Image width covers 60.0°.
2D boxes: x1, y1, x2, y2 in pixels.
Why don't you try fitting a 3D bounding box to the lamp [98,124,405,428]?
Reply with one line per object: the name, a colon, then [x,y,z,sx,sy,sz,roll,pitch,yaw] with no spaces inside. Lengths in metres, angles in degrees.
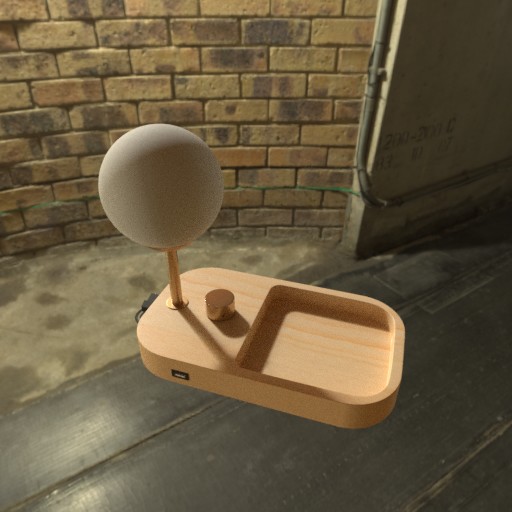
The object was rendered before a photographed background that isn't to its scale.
lamp: [0.000,0.000,0.465,0.331,0.253,0.173,10,35,15]
